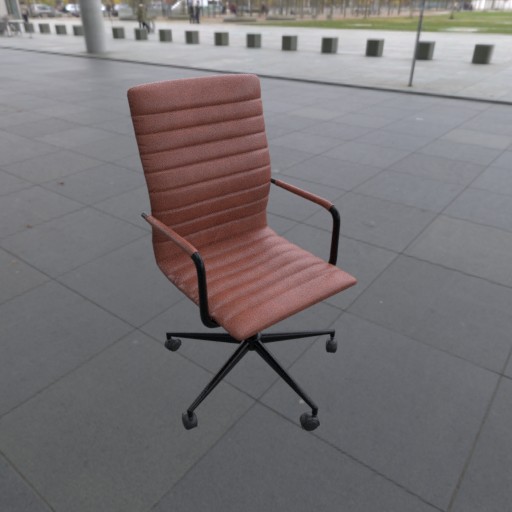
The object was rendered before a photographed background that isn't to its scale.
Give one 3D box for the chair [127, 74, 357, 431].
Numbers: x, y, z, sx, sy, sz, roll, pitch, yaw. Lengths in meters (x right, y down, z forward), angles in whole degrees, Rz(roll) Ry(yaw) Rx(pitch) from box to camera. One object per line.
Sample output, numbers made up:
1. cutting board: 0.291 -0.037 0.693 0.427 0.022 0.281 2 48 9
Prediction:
1. chair: 0.000 0.000 1.240 0.600 0.878 0.578 -21 36 -32
